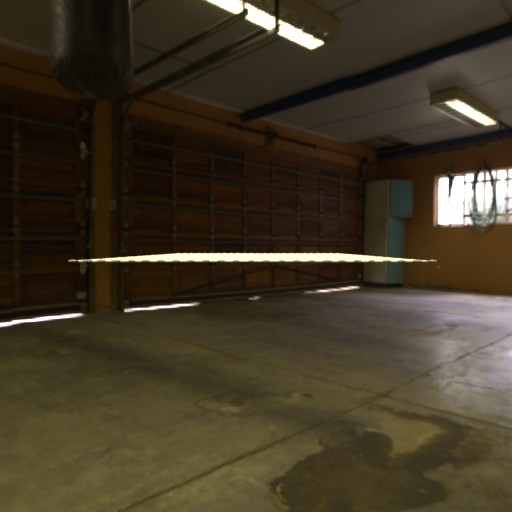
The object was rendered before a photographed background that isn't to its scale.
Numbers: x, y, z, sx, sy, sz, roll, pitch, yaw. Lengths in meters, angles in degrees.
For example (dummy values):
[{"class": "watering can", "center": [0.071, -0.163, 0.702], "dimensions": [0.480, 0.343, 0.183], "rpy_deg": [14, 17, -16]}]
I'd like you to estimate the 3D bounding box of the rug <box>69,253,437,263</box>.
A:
[{"class": "rug", "center": [0.000, 0.000, 3.064], "dimensions": [1.563, 0.014, 2.425], "rpy_deg": [0, 1, 1]}]
